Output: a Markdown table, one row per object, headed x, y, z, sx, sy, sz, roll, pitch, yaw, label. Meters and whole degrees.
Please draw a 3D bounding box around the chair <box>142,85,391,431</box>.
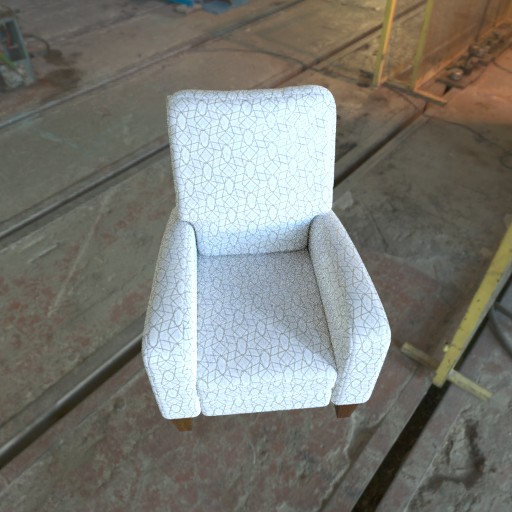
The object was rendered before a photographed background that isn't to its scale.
| x | y | z | sx | sy | sz | roll | pitch | yaw | label |
| --- | --- | --- | --- | --- | --- | --- | --- | --- | --- |
| 0.000 | 0.000 | 1.767 | 0.796 | 1.064 | 0.995 | -4 | 47 | -3 | chair |
